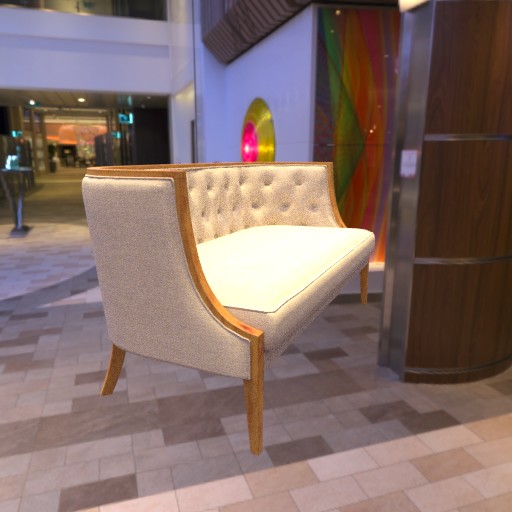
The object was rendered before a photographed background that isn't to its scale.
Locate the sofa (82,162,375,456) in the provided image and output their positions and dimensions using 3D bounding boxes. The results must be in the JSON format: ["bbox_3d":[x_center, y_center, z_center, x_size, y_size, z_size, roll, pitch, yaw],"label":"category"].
[{"bbox_3d":[0.000,0.000,1.924,0.770,0.775,1.474,6,14,25],"label":"sofa"}]
